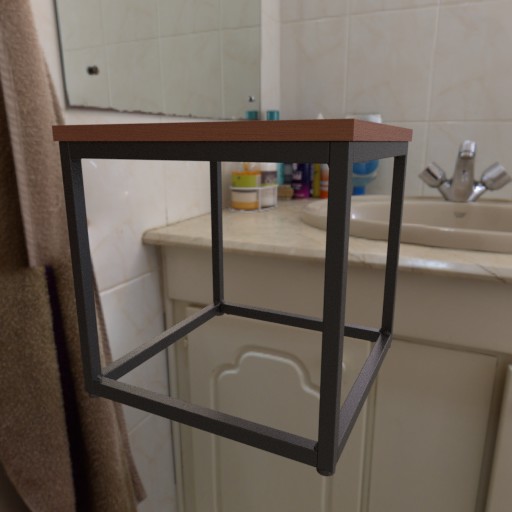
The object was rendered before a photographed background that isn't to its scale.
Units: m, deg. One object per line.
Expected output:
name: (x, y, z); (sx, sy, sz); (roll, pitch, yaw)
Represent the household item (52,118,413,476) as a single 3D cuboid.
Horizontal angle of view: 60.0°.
household item: (0.000, 0.000, 0.719); (0.400, 0.400, 0.400); (7, 16, 25)
